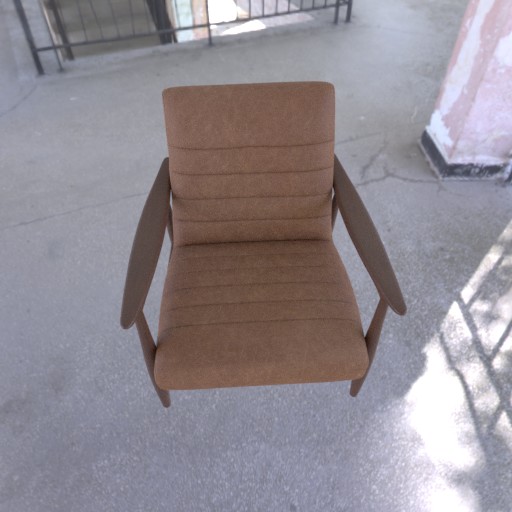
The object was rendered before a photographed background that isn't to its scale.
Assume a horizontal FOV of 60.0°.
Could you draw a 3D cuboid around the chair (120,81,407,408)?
[{"bbox_3d":[0.000,0.000,1.460,0.741,0.832,0.798,-2,46,-2],"label":"chair"}]
